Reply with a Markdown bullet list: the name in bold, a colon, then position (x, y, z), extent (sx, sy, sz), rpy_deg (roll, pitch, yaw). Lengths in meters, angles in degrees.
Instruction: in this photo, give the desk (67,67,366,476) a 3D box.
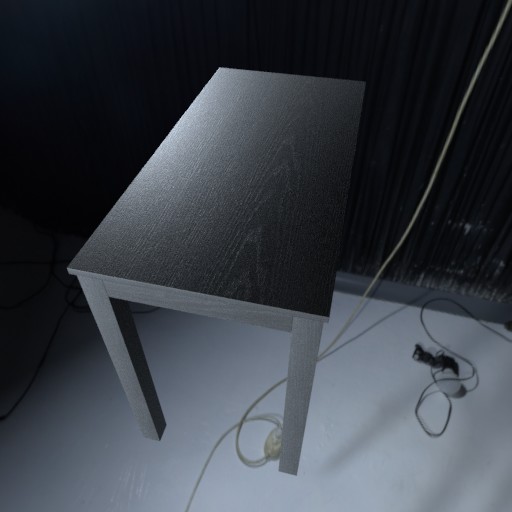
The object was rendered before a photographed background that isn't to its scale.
- **desk**: position (0.000, 0.000, 1.409), extent (0.499, 0.762, 0.991), rpy_deg (10, 45, 10)
